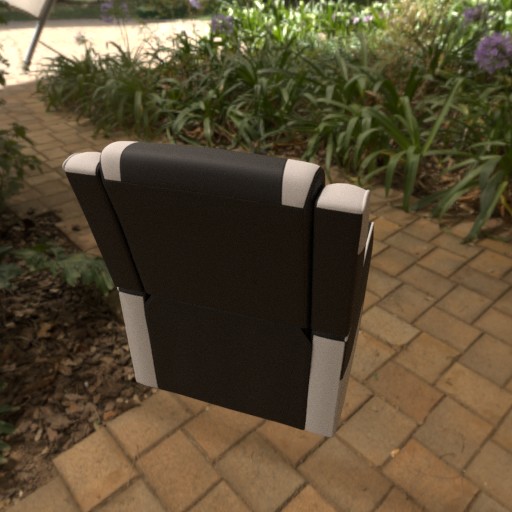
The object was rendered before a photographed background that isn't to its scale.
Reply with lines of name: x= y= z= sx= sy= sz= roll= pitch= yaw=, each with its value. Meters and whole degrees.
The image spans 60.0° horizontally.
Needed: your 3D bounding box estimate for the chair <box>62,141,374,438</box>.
chair: x=0.000 y=0.000 z=1.267 sx=0.620 sy=0.805 sz=0.672 roll=10 pitch=34 yaw=16
